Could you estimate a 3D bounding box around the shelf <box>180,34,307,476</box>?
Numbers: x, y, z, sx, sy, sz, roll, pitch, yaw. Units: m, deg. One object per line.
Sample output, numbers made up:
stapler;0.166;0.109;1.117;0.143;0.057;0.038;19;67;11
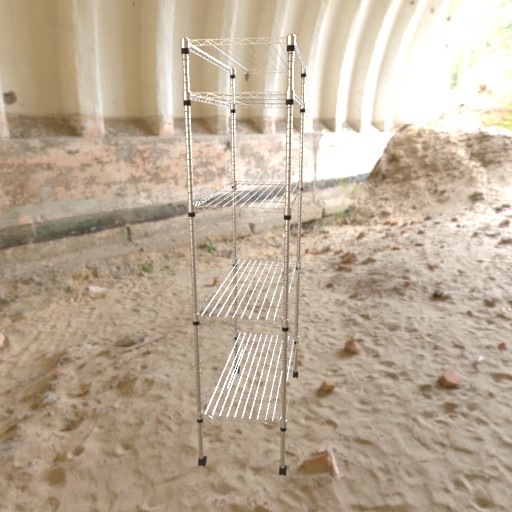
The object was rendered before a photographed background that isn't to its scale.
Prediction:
shelf;0.000;0.000;1.905;0.356;1.587;0.762;2;16;9
